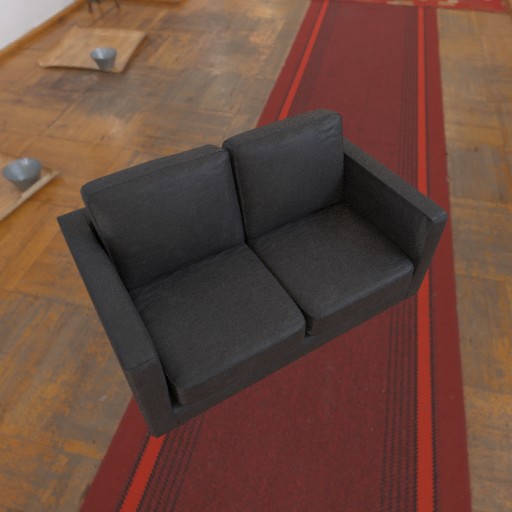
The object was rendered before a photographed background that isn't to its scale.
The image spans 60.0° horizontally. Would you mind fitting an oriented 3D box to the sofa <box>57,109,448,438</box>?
[{"bbox_3d":[0.000,0.000,2.016,1.430,0.899,0.879,-24,51,-21],"label":"sofa"}]
